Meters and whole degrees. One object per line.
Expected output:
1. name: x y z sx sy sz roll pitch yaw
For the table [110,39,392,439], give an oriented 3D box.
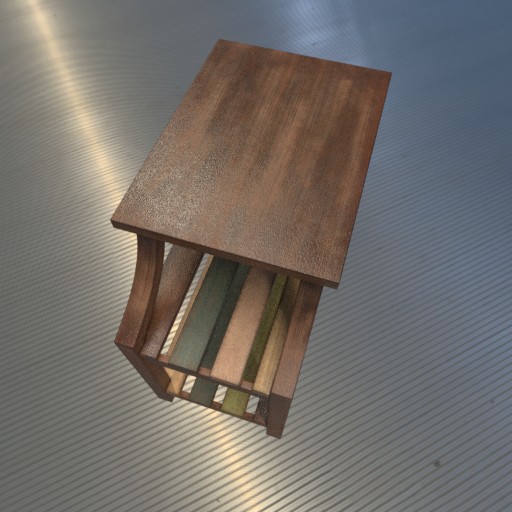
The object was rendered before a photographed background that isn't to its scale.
1. table: 0.000 0.000 0.980 0.356 0.584 0.609 15 60 9
